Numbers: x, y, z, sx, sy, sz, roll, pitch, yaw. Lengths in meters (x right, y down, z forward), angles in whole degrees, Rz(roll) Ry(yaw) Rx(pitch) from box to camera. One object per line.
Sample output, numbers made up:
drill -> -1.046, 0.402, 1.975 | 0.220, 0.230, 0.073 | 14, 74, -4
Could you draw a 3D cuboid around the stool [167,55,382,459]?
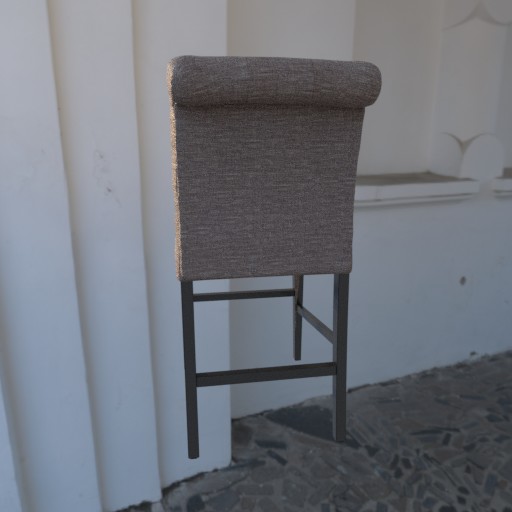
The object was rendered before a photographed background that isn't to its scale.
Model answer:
stool -> 0.000, 0.000, 1.276 | 0.457, 0.970, 0.611 | -2, 14, -9
